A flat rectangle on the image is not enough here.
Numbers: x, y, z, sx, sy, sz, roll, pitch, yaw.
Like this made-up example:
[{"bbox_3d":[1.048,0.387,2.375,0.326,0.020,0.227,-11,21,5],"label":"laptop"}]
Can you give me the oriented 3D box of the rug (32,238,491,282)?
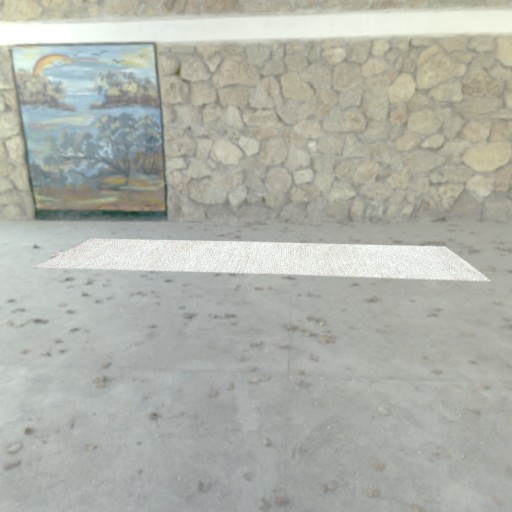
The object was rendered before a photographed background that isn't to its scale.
[{"bbox_3d":[0.000,0.000,2.575,2.346,0.013,0.712,1,15,6],"label":"rug"}]
